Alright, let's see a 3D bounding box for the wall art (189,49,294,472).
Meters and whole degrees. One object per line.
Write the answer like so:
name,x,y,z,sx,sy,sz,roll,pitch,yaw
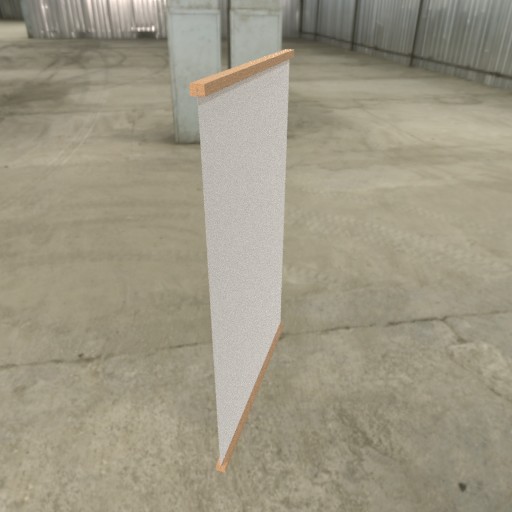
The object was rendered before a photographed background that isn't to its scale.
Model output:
wall art,0.000,0.000,0.757,0.016,0.611,0.401,9,31,15
